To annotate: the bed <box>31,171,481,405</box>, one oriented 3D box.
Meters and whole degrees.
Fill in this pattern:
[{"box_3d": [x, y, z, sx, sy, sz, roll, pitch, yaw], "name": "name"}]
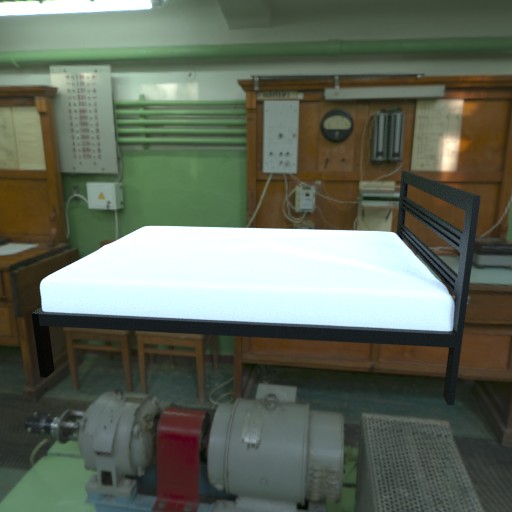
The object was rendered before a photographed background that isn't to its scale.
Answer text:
[{"box_3d": [0.000, 0.000, 2.781, 2.062, 0.967, 1.524, 2, 15, 7], "name": "bed"}]
